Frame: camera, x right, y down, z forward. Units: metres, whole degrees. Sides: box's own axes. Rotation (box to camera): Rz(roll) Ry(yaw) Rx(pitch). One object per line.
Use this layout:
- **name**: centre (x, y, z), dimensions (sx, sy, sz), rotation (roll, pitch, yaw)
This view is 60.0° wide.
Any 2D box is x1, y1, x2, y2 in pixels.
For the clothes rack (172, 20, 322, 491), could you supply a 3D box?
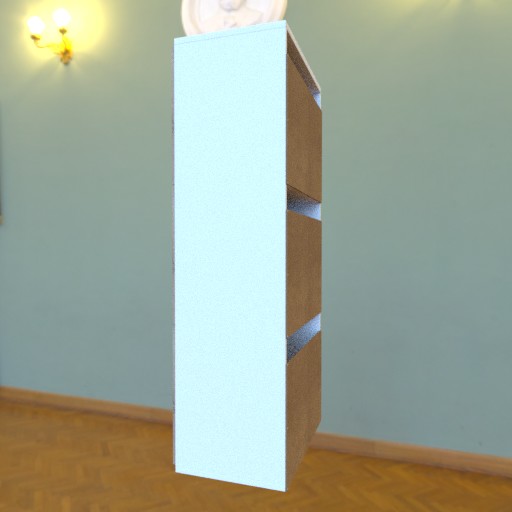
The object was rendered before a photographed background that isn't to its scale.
- **clothes rack**: centre (0.000, 0.000, 1.402), dimensions (0.331, 1.187, 0.500), rotation (0, 1, 18)
